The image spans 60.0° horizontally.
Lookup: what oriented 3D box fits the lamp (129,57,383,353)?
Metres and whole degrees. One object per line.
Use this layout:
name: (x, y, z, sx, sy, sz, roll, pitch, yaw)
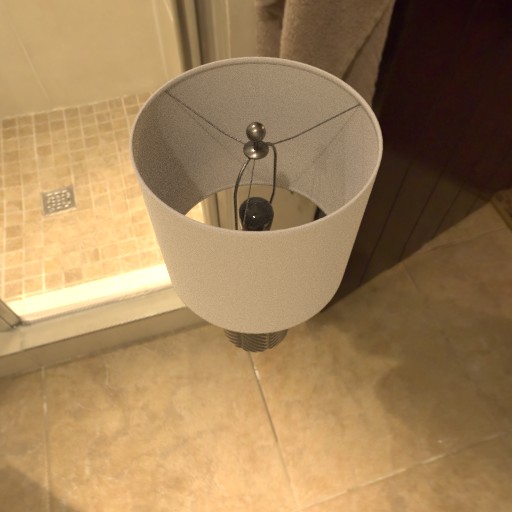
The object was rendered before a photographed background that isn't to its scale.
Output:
lamp: (0.000, 0.000, 0.517, 0.203, 0.389, 0.203, 31, 63, 18)
